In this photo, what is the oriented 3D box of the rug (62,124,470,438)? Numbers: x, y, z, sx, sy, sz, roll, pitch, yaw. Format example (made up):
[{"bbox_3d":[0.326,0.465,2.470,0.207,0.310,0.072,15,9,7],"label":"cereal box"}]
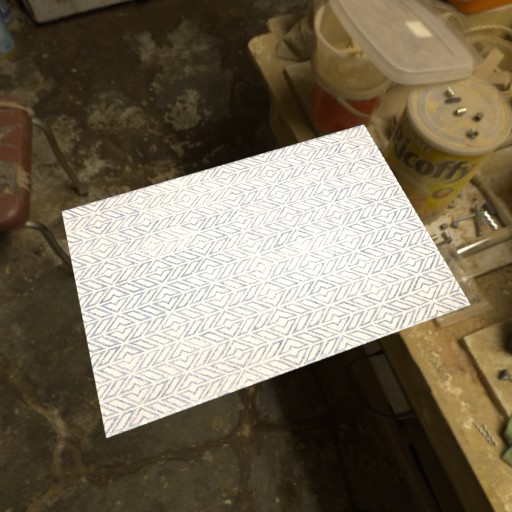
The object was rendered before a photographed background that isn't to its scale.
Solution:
[{"bbox_3d":[0.000,0.000,2.315,1.824,0.008,1.220,-18,66,-8],"label":"rug"}]
